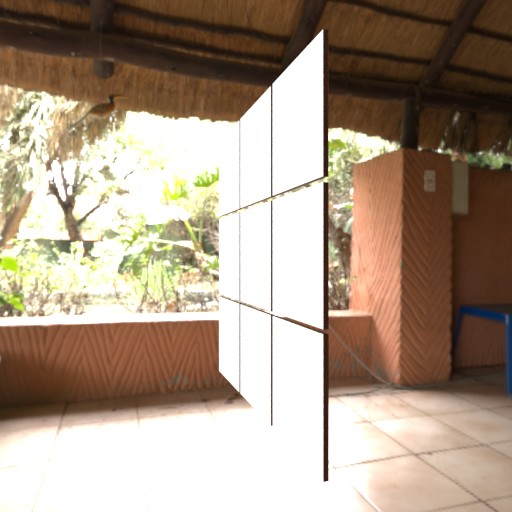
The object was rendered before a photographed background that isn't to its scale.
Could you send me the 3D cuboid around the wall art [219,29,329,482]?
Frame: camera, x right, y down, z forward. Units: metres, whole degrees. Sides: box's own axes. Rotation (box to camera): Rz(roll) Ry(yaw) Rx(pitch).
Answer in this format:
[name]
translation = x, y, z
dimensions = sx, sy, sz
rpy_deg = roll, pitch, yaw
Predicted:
[wall art]
translation = 0.000, 0.000, 1.818
dimensions = 0.017, 1.246, 1.256
rpy_deg = 0, 0, -18
